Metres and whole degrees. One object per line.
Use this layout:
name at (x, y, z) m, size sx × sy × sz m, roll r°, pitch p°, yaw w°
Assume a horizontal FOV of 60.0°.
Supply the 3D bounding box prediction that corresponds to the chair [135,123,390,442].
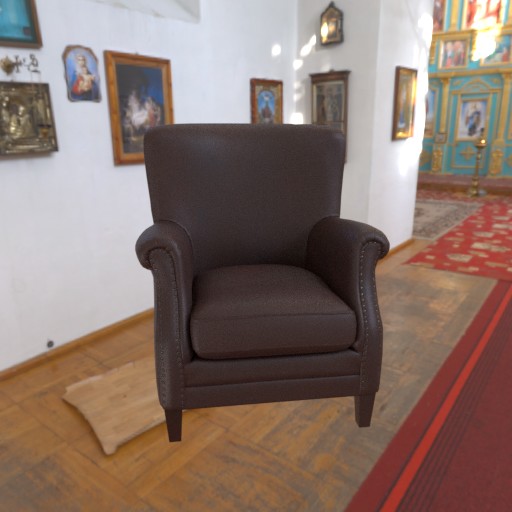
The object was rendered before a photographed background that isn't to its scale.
chair at (0.000, 0.000, 1.370) m, size 0.700 × 0.800 × 0.746 m, roll -2°, pitch 15°, yaw -8°
